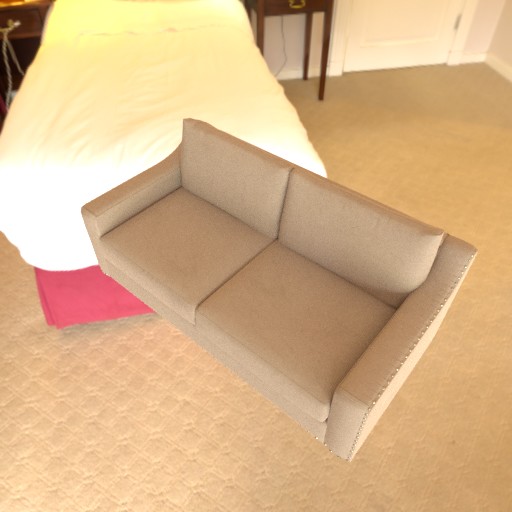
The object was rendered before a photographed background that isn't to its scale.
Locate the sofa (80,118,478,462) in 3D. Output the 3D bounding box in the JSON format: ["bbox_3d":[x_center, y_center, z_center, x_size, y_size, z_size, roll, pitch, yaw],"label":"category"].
[{"bbox_3d":[0.000,0.000,2.525,1.967,0.901,1.030,31,53,27],"label":"sofa"}]
